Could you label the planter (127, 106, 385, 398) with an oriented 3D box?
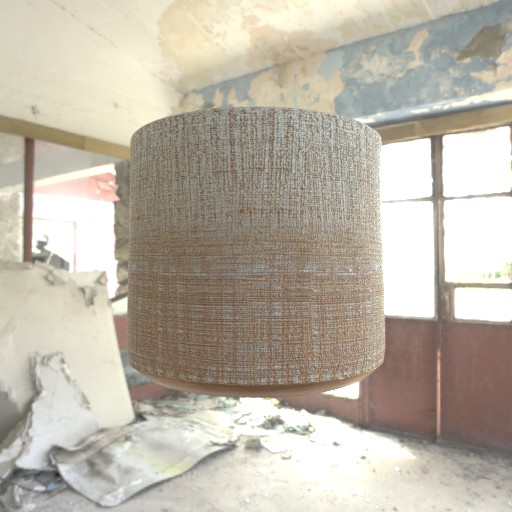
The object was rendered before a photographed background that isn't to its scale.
[{"bbox_3d":[0.000,0.000,0.195,0.109,0.096,0.109,0,-1,0],"label":"planter"}]
